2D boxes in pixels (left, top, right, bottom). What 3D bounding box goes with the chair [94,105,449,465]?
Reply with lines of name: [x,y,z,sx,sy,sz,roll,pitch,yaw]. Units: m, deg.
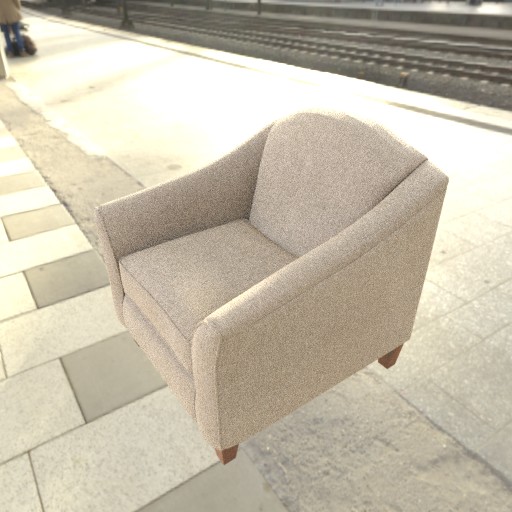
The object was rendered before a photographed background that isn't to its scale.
chair: [0.000,0.000,1.429,0.787,0.839,0.763,-21,37,-30]
